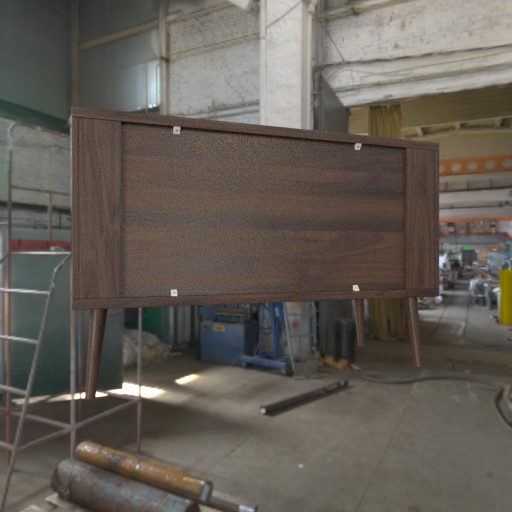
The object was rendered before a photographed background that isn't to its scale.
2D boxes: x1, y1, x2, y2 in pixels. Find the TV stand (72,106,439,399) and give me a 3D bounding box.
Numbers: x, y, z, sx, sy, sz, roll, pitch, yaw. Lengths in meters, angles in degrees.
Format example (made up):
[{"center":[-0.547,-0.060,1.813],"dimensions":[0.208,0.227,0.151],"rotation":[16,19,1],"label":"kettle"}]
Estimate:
[{"center":[0.000,0.000,1.323],"dimensions":[0.990,0.660,0.405],"rotation":[0,0,-19],"label":"TV stand"}]
